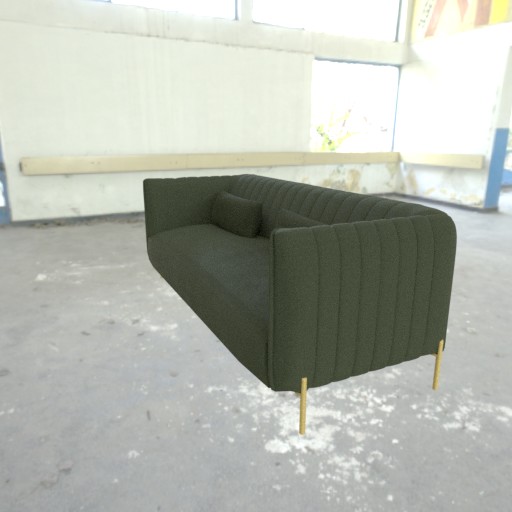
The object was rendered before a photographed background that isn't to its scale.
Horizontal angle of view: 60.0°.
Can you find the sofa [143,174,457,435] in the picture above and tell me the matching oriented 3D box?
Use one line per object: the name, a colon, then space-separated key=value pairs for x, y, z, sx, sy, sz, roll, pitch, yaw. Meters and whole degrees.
sofa: x=0.000 y=0.000 z=2.607 sx=0.896 sy=0.793 sz=2.137 roll=-7 pitch=17 yaw=-25
